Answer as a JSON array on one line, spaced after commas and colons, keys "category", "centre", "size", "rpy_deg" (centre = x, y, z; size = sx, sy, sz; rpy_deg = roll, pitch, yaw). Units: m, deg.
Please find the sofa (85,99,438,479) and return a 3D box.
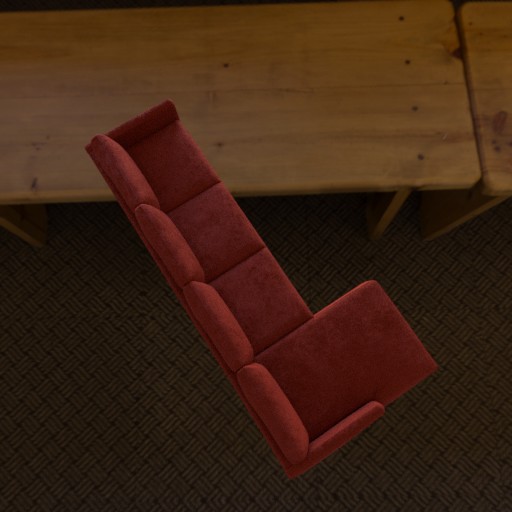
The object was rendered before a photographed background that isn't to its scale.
[{"category": "sofa", "centre": [0.000, 0.000, 2.919], "size": [1.136, 0.663, 2.467], "rpy_deg": [-33, 79, -7]}]
